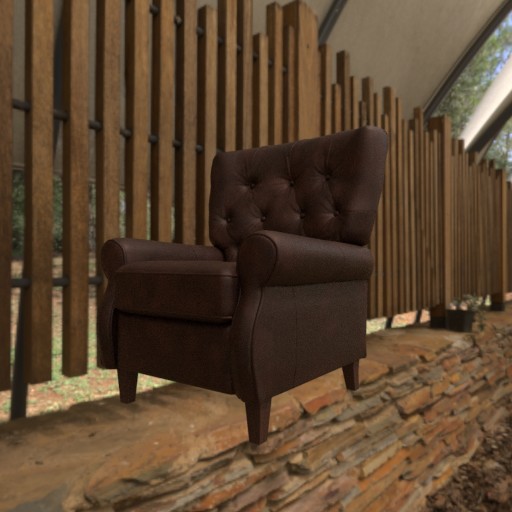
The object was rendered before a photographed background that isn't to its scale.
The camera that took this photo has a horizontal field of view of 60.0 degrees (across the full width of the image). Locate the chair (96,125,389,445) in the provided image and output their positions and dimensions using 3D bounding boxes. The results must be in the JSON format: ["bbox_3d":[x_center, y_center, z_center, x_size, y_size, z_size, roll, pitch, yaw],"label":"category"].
[{"bbox_3d":[0.000,0.000,1.897,0.948,1.158,1.058,0,-1,37],"label":"chair"}]
